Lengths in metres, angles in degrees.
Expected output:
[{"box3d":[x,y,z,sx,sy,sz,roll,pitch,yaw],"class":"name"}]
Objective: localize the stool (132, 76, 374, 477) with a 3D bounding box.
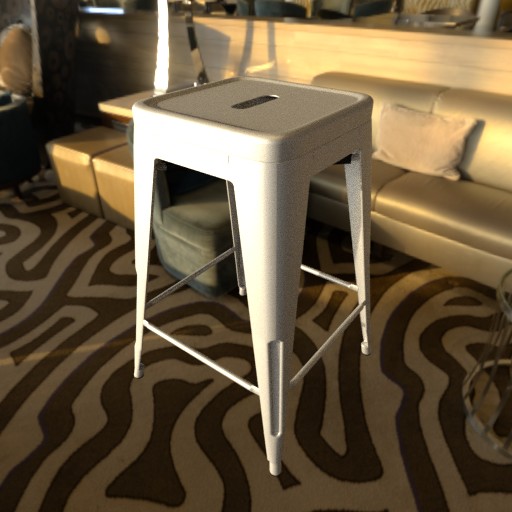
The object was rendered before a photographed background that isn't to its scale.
[{"box3d":[0.000,0.000,0.887,0.406,0.610,0.406,22,39,31],"class":"stool"}]
